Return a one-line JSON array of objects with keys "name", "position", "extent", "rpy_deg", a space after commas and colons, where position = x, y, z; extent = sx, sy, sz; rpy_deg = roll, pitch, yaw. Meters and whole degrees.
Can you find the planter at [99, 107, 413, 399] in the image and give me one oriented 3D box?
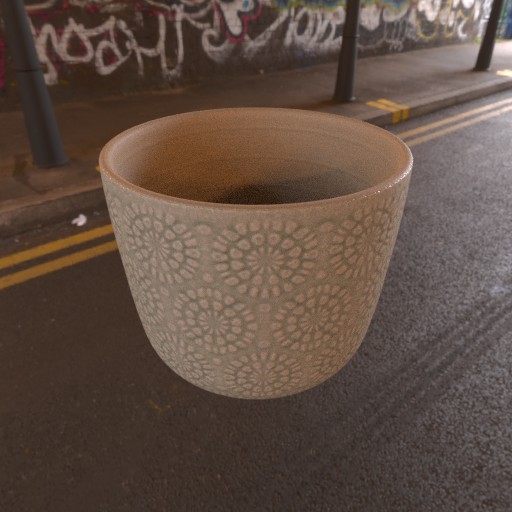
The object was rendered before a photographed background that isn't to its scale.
[{"name": "planter", "position": [0.000, 0.000, 0.210], "extent": [0.124, 0.109, 0.124], "rpy_deg": [0, 32, 0]}]
